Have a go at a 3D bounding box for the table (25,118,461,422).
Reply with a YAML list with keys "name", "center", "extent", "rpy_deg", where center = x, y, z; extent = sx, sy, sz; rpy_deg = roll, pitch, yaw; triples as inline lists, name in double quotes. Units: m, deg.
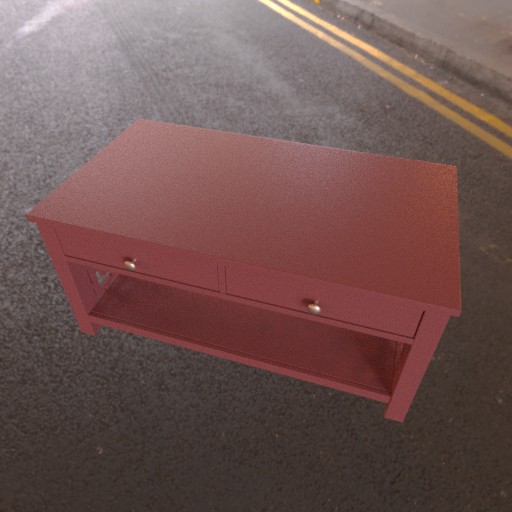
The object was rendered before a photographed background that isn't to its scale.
- name: "table"
  center: [0.000, 0.000, 1.398]
  extent: [1.068, 0.493, 0.612]
  rpy_deg: [12, 43, 13]
